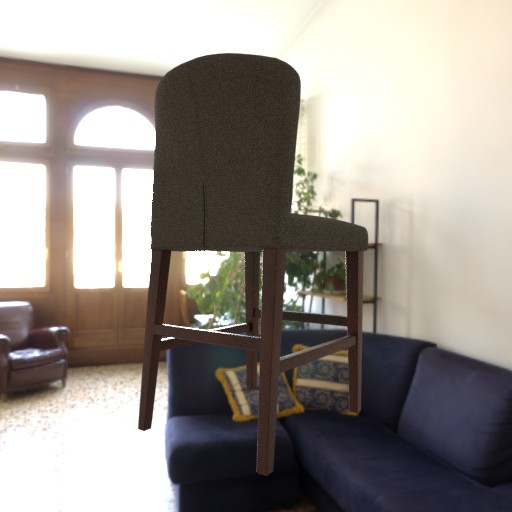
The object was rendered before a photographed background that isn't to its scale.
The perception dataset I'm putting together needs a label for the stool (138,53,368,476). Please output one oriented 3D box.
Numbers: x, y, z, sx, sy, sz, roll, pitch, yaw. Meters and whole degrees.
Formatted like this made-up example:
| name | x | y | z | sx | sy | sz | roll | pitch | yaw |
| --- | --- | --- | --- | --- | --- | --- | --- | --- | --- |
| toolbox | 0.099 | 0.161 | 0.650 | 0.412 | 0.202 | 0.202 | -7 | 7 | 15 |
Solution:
| name | x | y | z | sx | sy | sz | roll | pitch | yaw |
| --- | --- | --- | --- | --- | --- | --- | --- | --- | --- |
| stool | 0.000 | 0.000 | 1.310 | 0.479 | 0.968 | 0.568 | 0 | 0 | 37 |
